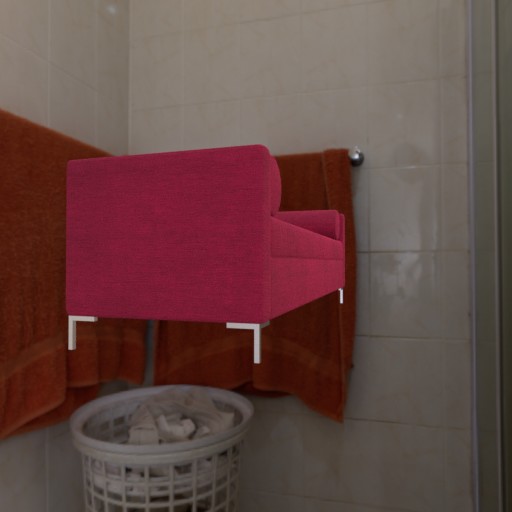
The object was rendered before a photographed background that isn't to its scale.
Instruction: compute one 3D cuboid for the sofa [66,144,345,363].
[{"bbox_3d":[0.000,0.000,2.286,0.686,0.635,1.981,0,-1,18],"label":"sofa"}]
